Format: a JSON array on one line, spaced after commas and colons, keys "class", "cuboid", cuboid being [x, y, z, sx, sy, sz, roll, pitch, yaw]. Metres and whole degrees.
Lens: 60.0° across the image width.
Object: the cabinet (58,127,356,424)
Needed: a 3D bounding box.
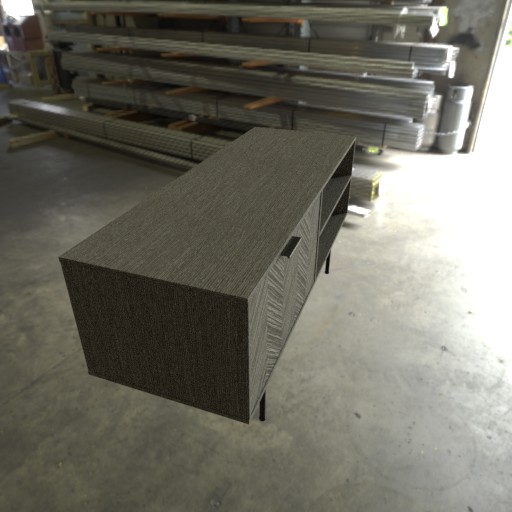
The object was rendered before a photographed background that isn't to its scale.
[{"class": "cabinet", "cuboid": [0.000, 0.000, 1.636, 0.500, 0.599, 1.300, 11, 32, 18]}]
